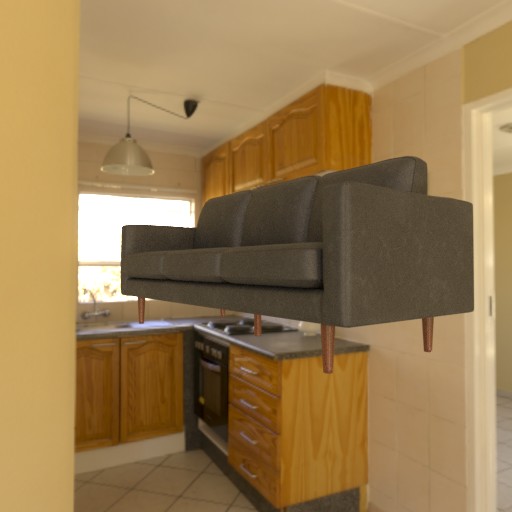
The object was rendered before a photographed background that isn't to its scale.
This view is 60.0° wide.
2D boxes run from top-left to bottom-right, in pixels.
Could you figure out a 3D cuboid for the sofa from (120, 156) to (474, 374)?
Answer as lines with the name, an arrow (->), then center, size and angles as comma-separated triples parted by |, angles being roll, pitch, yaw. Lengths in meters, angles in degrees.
sofa -> 0.000, 0.000, 2.498 | 0.879, 0.899, 2.029 | 1, -1, -37
